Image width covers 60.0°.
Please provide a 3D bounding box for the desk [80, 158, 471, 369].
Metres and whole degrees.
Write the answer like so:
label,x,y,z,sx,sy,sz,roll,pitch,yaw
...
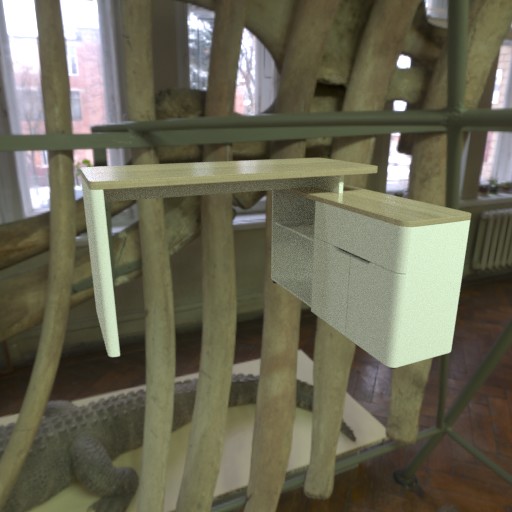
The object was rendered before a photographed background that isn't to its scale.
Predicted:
label,x,y,z,sx,sy,sz,roll,pitch,yaw
desk,0.000,0.000,2.084,1.400,0.770,1.175,-8,19,-23
